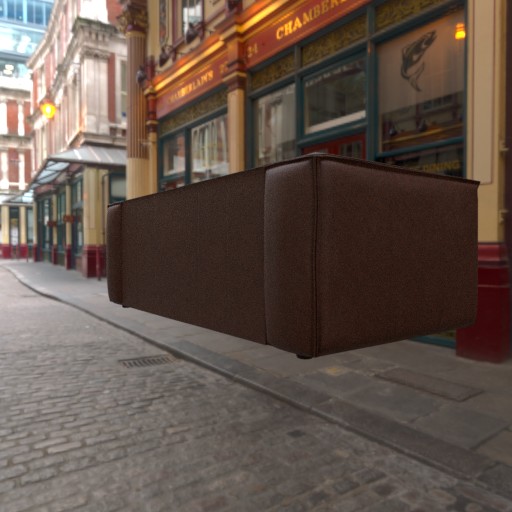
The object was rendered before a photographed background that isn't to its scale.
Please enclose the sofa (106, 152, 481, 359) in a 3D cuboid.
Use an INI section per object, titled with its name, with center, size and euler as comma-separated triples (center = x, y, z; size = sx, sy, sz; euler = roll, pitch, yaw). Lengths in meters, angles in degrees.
[sofa]
center = 0.000, 0.000, 2.525
size = 1.102, 0.703, 2.088
euler = -1, 1, -37
